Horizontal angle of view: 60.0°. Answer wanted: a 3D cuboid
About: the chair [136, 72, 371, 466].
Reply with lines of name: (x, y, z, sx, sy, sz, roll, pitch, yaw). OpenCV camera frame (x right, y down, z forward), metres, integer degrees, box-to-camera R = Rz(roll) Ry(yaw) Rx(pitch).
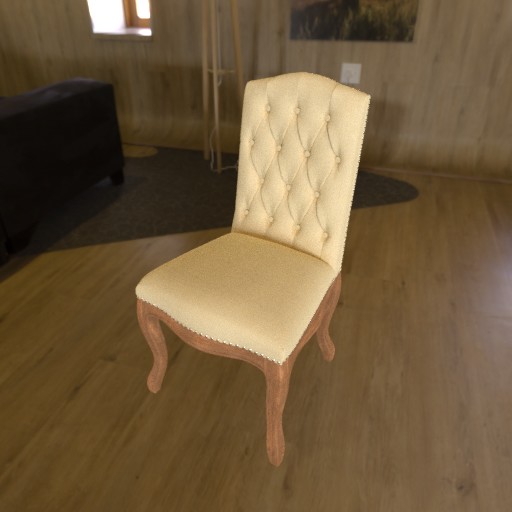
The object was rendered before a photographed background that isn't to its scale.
chair: (0.000, 0.000, 1.604, 0.623, 1.165, 0.715, 19, 36, 28)
